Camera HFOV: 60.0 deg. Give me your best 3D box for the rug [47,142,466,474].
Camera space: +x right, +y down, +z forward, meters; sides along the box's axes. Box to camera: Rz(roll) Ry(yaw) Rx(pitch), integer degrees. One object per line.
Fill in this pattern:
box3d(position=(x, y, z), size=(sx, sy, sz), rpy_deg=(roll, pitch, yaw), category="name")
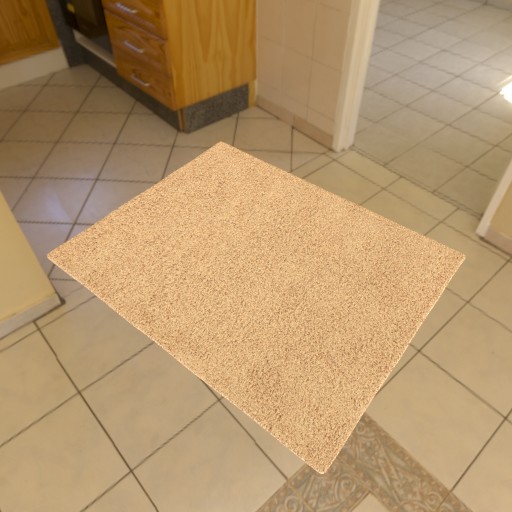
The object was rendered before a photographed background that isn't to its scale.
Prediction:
box3d(position=(0.000, 0.000, 4.104), size=(3.047, 0.029, 2.438), rpy_deg=(30, 54, 25), category="rug")
